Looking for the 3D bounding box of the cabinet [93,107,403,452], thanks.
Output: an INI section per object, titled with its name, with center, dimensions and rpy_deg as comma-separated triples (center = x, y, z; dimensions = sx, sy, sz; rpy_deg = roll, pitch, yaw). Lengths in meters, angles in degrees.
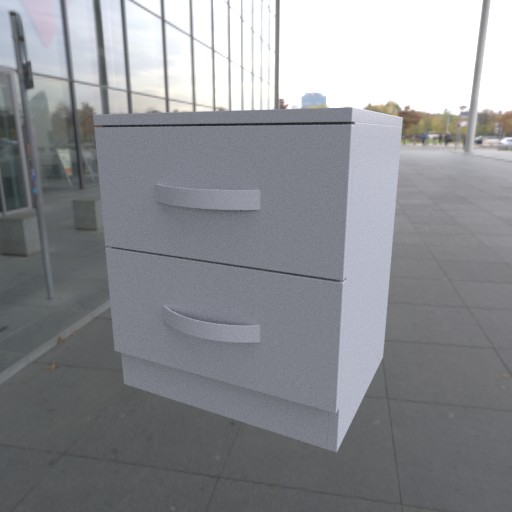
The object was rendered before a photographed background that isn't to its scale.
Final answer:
[cabinet]
center = 0.000, 0.000, 0.779
dimensions = 0.400, 0.470, 0.360
rpy_deg = 8, 17, 26
